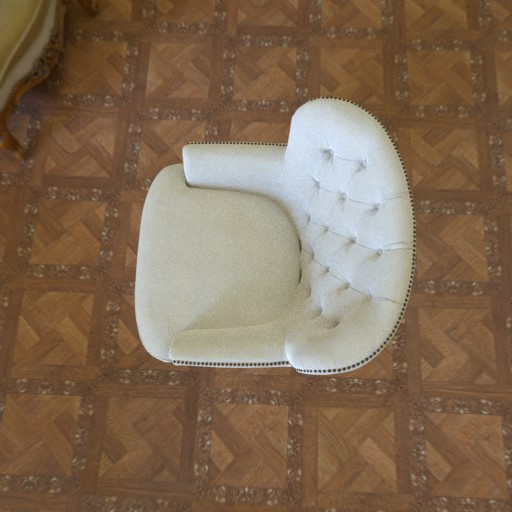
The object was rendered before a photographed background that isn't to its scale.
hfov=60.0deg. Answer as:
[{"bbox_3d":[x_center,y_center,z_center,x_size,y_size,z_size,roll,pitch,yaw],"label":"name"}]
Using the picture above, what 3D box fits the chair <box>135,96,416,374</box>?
[{"bbox_3d":[0.000,0.000,1.655,0.906,0.868,0.848,1,75,0],"label":"chair"}]
